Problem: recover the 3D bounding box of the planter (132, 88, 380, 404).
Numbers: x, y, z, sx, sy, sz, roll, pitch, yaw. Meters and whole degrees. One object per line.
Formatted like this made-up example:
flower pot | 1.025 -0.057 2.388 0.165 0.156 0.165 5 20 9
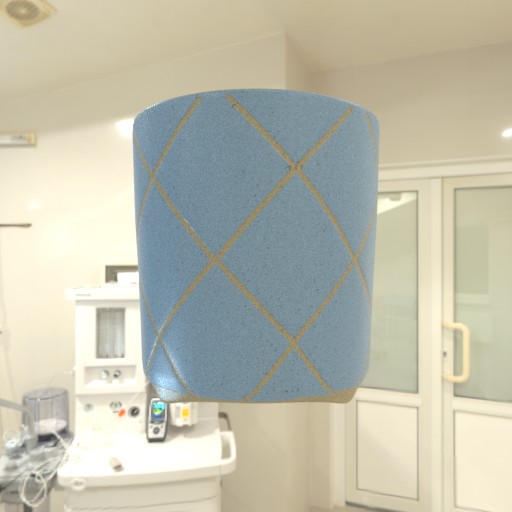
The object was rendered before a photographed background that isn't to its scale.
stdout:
planter | 0.000 0.000 0.422 0.227 0.235 0.227 0 0 0
